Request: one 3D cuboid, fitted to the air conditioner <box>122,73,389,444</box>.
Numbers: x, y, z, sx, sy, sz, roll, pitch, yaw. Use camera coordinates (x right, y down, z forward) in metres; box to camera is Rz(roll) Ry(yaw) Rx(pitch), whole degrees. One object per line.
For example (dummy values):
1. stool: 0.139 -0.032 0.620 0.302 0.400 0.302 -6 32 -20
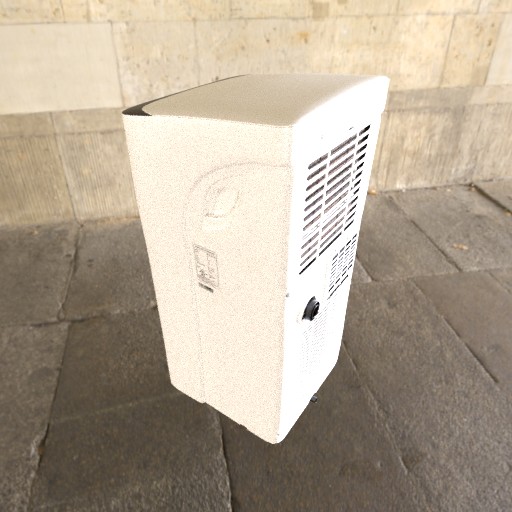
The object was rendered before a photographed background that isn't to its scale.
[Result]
1. air conditioner: 0.000 0.000 0.933 0.369 0.716 0.352 20 39 28
